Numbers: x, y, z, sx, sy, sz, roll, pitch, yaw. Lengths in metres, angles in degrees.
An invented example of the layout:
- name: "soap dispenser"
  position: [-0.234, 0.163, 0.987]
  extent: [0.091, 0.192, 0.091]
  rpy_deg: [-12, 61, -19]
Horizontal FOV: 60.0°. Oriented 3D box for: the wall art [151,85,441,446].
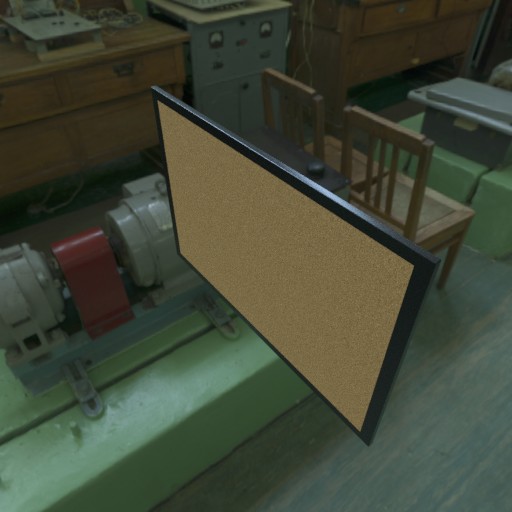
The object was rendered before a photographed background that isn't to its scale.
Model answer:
- name: "wall art"
  position: [0.000, 0.000, 1.039]
  extent: [0.015, 0.552, 0.819]
  rpy_deg: [-28, 49, -28]
